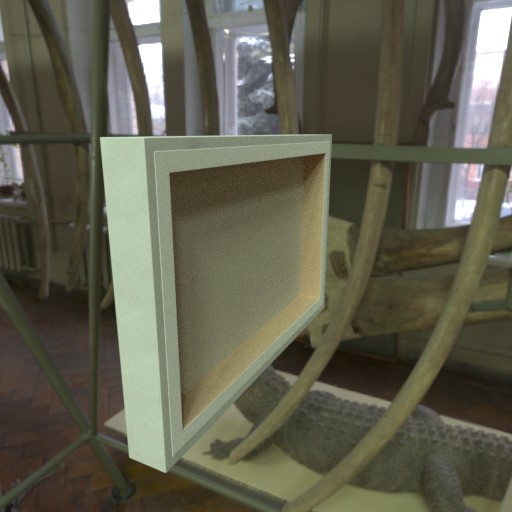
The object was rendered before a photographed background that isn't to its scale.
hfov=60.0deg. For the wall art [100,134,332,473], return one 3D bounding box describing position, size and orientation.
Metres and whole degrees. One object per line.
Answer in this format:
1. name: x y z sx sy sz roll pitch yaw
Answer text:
1. wall art: 0.000 0.000 0.484 0.038 0.254 0.381 8 17 26
